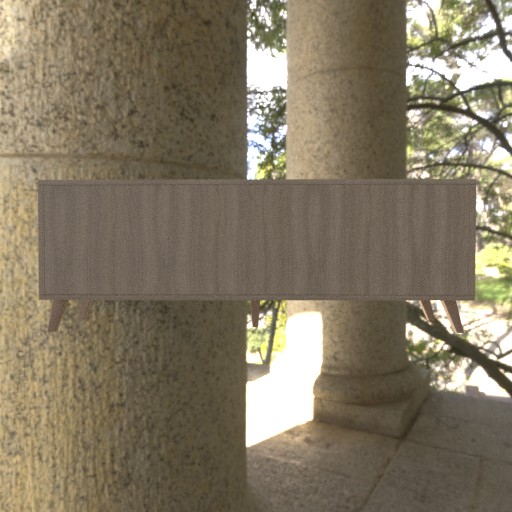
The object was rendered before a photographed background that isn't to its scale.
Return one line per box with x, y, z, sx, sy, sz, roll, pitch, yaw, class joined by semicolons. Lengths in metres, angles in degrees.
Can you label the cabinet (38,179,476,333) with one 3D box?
0.000;0.000;2.474;2.198;0.779;0.499;0;1;1;cabinet
